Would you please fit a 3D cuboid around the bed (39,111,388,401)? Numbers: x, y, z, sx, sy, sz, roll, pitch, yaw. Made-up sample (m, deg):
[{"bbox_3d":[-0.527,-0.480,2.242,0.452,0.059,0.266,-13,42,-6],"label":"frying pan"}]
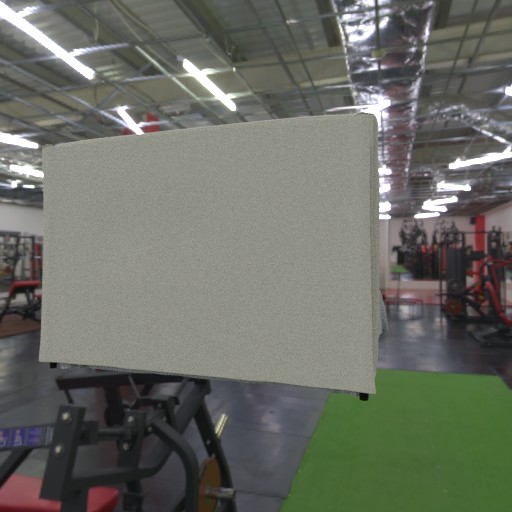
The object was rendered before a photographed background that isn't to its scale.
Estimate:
[{"bbox_3d":[0.000,0.000,3.353,1.925,1.332,2.276,0,0,19],"label":"bed"}]
